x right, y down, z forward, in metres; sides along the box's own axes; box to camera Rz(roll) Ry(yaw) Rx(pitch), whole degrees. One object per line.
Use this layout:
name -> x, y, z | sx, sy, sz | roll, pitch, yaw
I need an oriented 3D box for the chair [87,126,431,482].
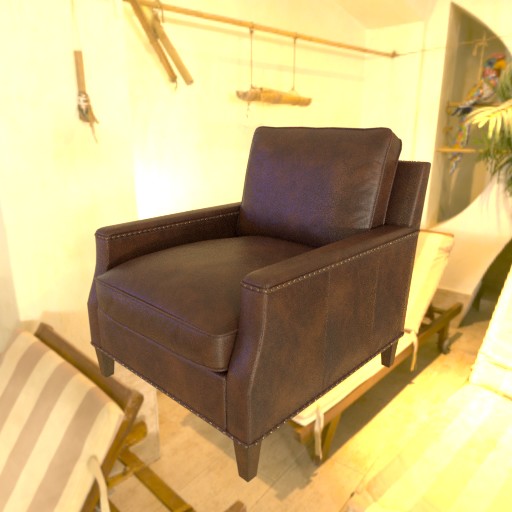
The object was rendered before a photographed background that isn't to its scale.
chair -> 0.000, 0.000, 1.657 | 0.853, 0.929, 1.014 | 15, 22, 41
